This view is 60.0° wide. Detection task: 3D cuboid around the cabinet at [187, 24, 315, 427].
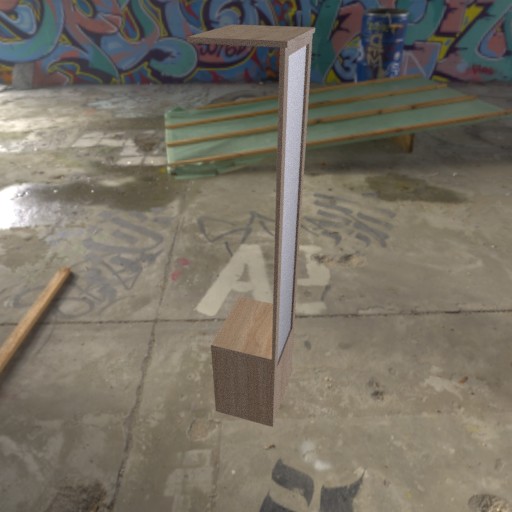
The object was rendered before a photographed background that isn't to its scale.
[{"bbox_3d":[0.000,0.000,2.070,0.338,1.879,0.411,10,34,15],"label":"cabinet"}]
